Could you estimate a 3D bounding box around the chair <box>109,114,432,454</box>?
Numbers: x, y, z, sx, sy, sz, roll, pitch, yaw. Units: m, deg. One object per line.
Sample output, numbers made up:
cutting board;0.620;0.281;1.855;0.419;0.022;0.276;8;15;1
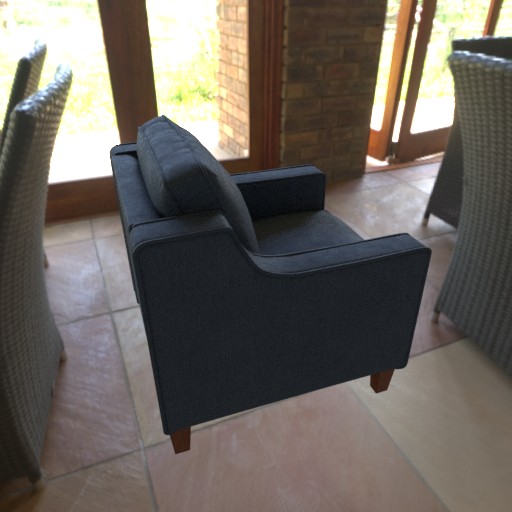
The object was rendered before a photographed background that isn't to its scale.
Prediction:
chair;0.000;0.000;1.664;0.909;0.960;0.831;-10;32;-17
